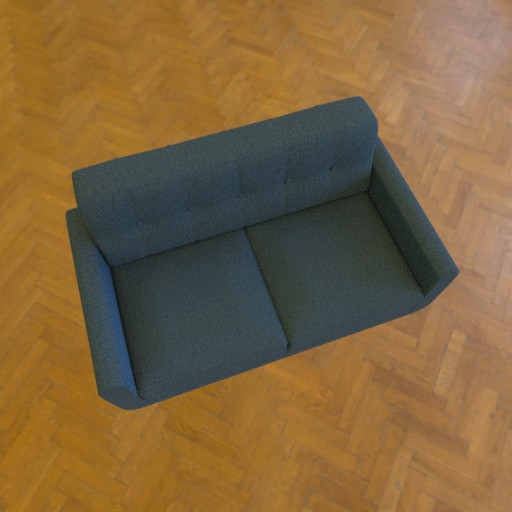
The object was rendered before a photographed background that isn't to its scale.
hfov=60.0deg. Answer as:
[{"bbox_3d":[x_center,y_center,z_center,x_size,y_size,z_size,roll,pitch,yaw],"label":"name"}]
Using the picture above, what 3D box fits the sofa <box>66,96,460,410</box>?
[{"bbox_3d":[0.000,0.000,2.201,1.651,0.896,0.942,-17,65,-9],"label":"sofa"}]
